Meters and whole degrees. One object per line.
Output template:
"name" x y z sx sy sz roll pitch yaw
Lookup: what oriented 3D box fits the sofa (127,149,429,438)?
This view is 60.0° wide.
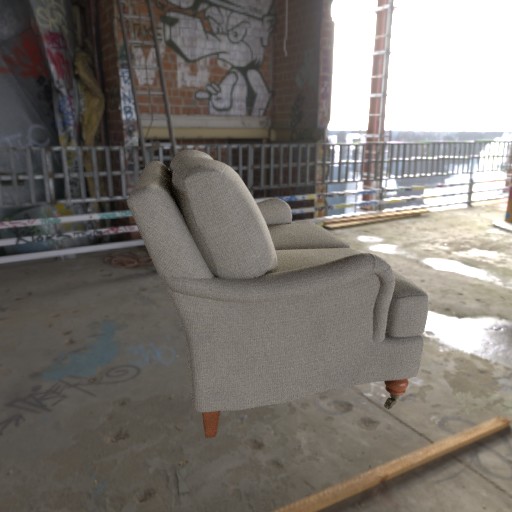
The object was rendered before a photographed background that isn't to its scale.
"sofa" 0.000 0.000 2.220 1.087 0.999 1.480 -3 16 -11
